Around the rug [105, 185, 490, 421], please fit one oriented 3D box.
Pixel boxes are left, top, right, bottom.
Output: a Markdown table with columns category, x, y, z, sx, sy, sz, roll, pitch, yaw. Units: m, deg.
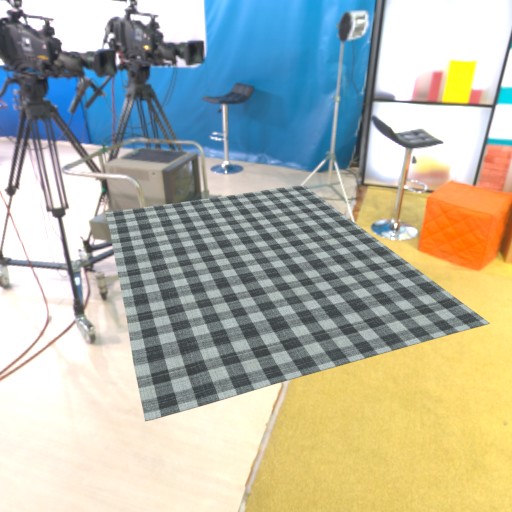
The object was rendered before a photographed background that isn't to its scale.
| category | x | y | z | sx | sy | sz | roll | pitch | yaw |
| --- | --- | --- | --- | --- | --- | --- | --- | --- | --- |
| rug | 0.000 | 0.000 | 4.019 | 2.432 | 0.013 | 3.021 | -10 | 31 | -18 |
